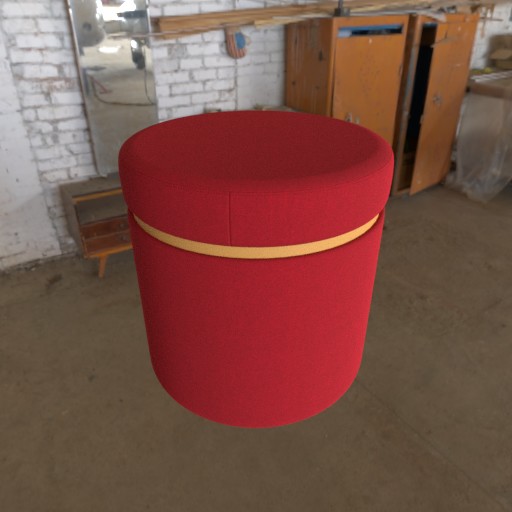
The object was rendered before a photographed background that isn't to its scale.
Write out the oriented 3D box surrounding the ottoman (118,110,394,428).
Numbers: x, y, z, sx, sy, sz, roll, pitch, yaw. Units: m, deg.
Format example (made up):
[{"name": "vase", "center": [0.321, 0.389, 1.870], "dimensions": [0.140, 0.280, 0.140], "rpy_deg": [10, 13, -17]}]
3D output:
[{"name": "ottoman", "center": [0.000, 0.000, 0.755], "dimensions": [0.400, 0.406, 0.400], "rpy_deg": [0, 30, 0]}]
